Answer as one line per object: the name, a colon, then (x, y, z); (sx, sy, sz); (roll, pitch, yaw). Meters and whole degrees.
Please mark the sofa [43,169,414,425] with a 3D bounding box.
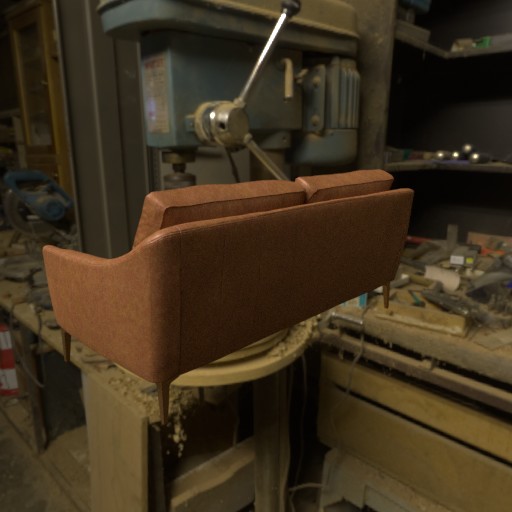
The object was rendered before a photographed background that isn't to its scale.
sofa: (0.000, 0.000, 2.561); (0.981, 0.945, 2.036); (14, 21, 43)
